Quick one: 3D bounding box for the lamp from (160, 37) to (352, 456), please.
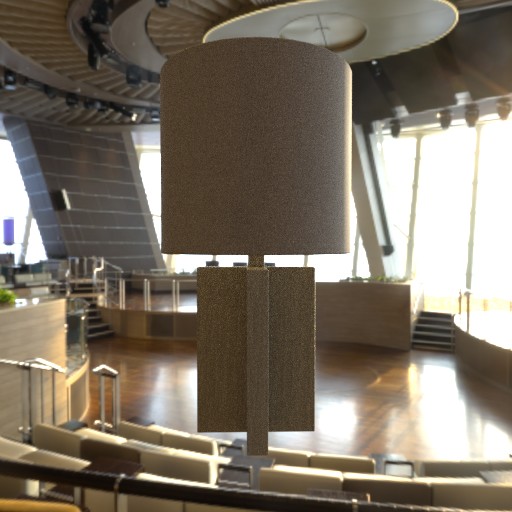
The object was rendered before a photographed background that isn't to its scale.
[{"bbox_3d":[0.000,0.000,0.545,0.229,0.428,0.229,0,1,-1],"label":"lamp"}]
